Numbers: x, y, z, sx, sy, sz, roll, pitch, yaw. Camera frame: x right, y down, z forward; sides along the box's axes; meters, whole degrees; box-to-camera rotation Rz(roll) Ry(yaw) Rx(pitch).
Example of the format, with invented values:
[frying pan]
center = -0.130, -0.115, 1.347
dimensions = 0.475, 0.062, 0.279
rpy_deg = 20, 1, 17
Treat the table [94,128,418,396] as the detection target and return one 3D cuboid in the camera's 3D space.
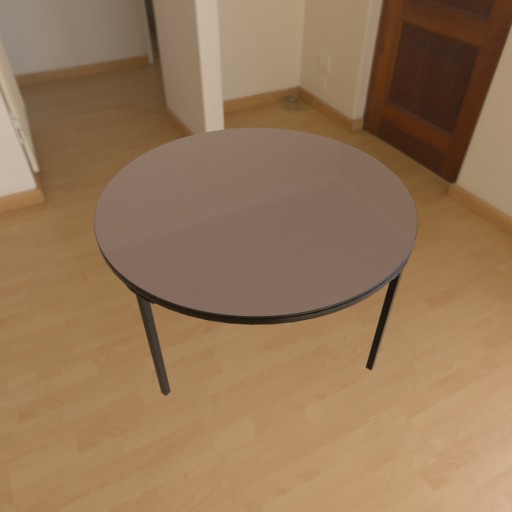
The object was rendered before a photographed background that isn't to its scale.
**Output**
[table]
center = 0.000, 0.000, 1.262
dimensions = 0.800, 0.400, 0.800
rpy_deg = 0, 41, 0
